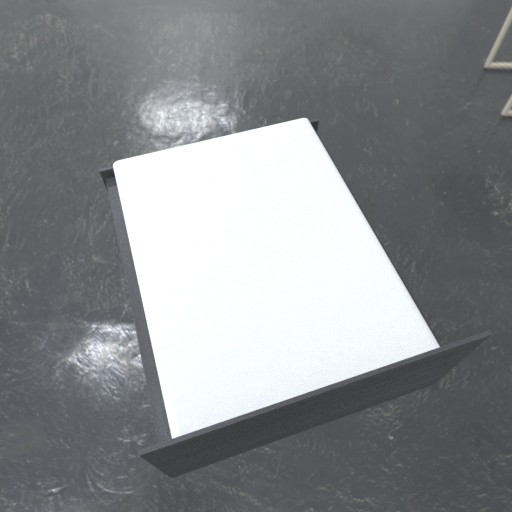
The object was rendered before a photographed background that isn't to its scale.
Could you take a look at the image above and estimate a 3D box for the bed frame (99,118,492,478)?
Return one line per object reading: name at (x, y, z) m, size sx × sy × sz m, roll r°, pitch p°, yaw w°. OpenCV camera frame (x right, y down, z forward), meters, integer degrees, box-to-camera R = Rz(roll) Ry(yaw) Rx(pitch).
bed frame at (0.000, 0.000, 2.719) m, size 1.622 × 0.800 × 1.960 m, roll -16°, pitch 59°, yaw -10°
